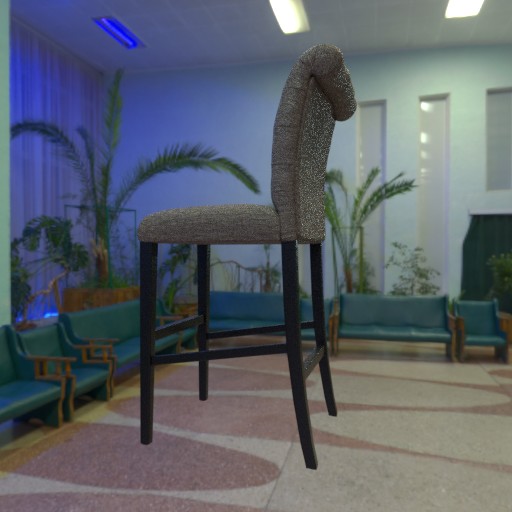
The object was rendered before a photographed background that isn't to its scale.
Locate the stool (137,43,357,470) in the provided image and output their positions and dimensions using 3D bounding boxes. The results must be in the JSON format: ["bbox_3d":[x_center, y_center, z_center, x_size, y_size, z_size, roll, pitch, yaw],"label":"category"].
[{"bbox_3d":[0.000,0.000,1.439,0.613,1.131,0.452,0,1,18],"label":"stool"}]
